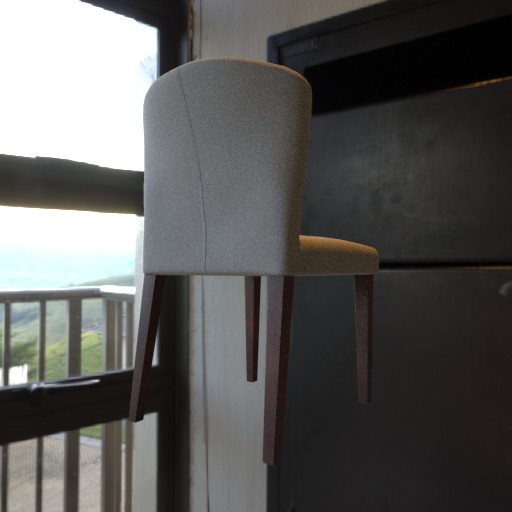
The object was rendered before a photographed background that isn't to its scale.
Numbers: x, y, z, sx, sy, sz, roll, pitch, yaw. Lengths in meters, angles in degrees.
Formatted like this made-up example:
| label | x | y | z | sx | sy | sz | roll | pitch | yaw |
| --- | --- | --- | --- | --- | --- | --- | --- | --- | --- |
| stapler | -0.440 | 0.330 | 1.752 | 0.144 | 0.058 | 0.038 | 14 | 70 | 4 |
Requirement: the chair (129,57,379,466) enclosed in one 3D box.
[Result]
| label | x | y | z | sx | sy | sz | roll | pitch | yaw |
| --- | --- | --- | --- | --- | --- | --- | --- | --- | --- |
| chair | 0.000 | 0.000 | 1.204 | 0.491 | 0.839 | 0.592 | -1 | -2 | 36 |
